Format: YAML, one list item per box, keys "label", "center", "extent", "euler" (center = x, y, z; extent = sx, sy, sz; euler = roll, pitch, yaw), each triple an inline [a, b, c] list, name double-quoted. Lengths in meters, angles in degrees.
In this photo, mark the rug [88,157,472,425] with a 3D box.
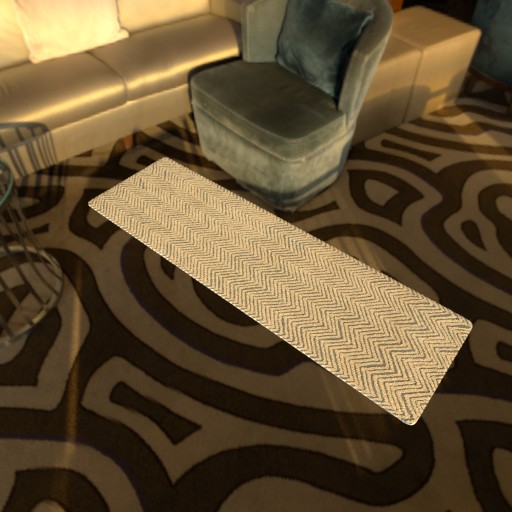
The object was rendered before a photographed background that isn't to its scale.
- label: "rug"
  center: [0.000, 0.000, 2.548]
  extent: [2.286, 0.008, 0.686]
  euler: [31, 54, 26]
